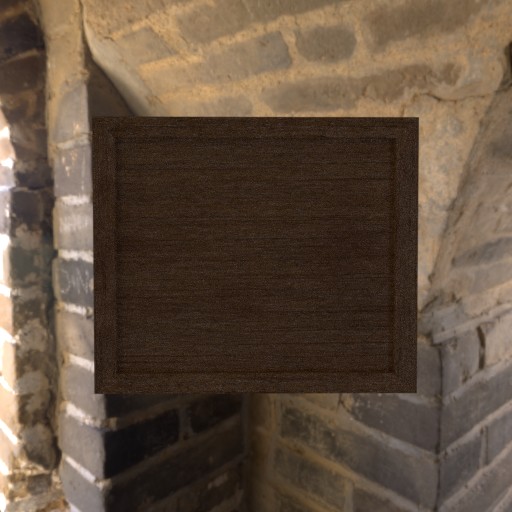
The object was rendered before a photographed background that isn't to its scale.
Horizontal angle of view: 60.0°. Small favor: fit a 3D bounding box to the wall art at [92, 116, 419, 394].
[{"bbox_3d":[0.000,0.000,0.954,0.690,0.588,0.026,0,1,0],"label":"wall art"}]
